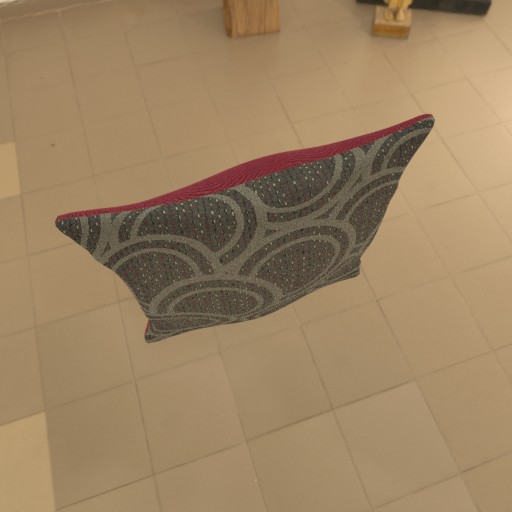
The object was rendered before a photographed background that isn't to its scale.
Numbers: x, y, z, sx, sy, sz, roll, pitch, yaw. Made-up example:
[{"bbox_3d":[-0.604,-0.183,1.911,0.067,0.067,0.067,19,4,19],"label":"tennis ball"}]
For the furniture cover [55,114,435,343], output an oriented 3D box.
[{"bbox_3d":[0.000,0.000,0.792,0.514,0.513,0.163,-17,64,-8],"label":"furniture cover"}]
